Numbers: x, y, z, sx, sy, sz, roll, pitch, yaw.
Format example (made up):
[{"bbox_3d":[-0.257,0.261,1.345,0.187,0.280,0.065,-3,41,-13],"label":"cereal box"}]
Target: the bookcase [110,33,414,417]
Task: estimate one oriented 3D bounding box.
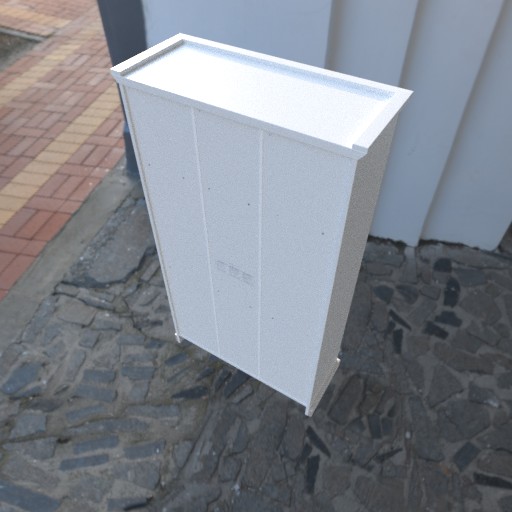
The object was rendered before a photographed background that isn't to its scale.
[{"bbox_3d":[0.000,0.000,2.313,1.050,1.880,0.432,24,51,21],"label":"bookcase"}]
